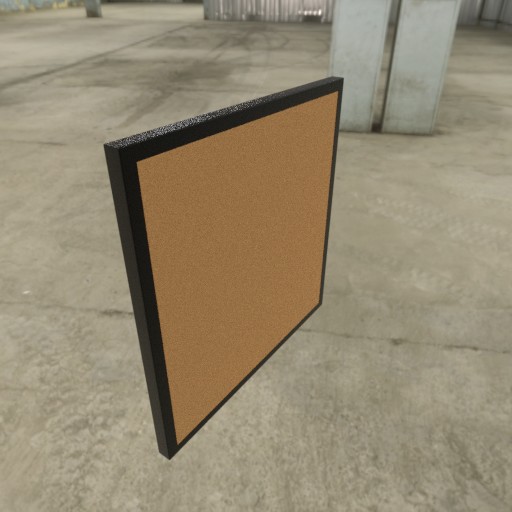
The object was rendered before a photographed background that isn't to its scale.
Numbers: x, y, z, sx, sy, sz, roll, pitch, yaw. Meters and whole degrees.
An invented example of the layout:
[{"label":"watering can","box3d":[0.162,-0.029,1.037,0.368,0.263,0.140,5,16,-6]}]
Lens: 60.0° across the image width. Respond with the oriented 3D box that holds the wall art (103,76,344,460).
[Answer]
[{"label":"wall art","box3d":[0.000,0.000,1.133,0.038,0.761,0.755,21,37,30]}]
